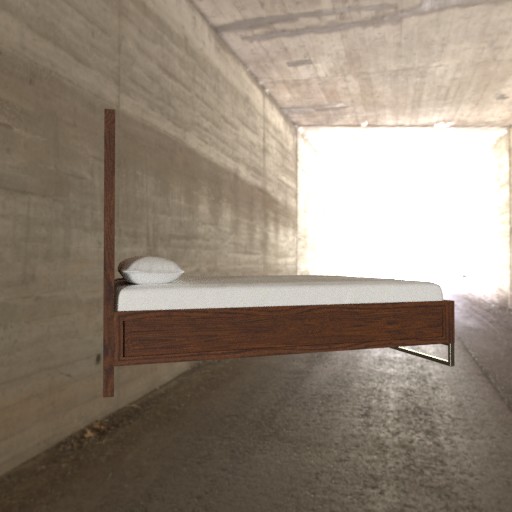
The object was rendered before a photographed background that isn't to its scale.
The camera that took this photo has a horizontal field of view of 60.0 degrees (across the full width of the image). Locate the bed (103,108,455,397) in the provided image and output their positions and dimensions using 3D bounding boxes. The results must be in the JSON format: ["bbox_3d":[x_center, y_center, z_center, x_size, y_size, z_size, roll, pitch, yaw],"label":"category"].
[{"bbox_3d":[0.000,0.000,3.457,2.218,1.487,1.765,0,-1,-18],"label":"bed"}]
